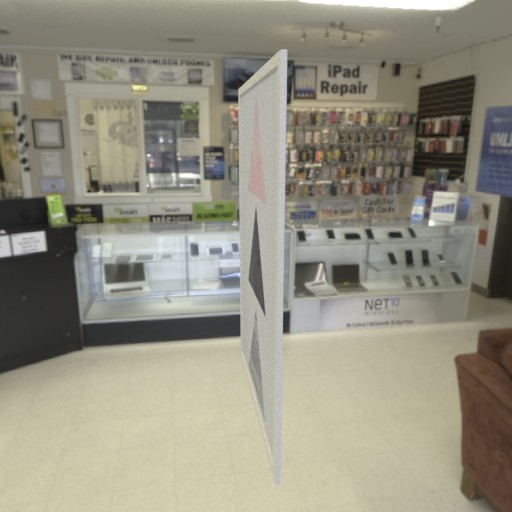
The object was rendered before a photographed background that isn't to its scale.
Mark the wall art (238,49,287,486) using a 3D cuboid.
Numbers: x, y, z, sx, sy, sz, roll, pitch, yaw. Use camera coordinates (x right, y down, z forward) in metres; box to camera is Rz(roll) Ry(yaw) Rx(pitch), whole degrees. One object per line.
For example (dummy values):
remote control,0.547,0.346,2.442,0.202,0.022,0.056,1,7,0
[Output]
wall art,0.000,0.000,1.233,0.013,0.940,0.659,-2,15,-9
